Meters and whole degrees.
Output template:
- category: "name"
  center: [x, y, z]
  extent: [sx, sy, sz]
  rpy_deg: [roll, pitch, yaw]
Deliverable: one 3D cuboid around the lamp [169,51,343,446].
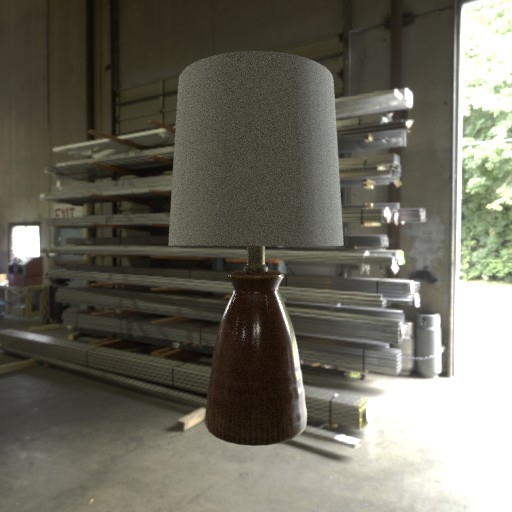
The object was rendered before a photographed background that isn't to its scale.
- category: "lamp"
  center: [0.000, 0.000, 0.481]
  extent: [0.186, 0.369, 0.186]
  rpy_deg: [0, 1, 0]
